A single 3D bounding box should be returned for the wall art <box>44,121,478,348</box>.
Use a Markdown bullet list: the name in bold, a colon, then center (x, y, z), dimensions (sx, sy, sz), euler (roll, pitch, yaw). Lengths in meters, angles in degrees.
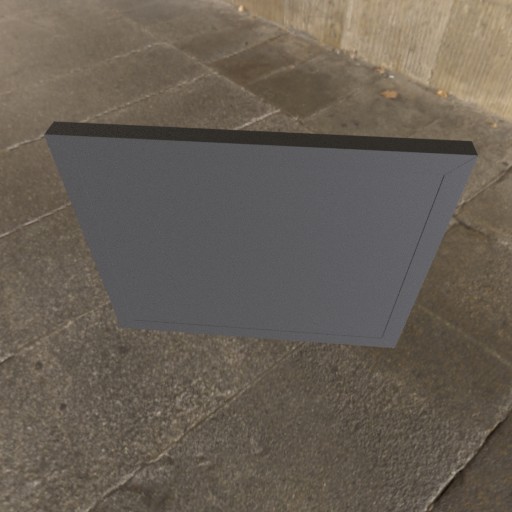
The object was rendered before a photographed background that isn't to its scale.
- **wall art**: center (0.000, 0.000, 0.539), dimensions (0.404, 0.329, 0.024), euler (4, 47, 3)
